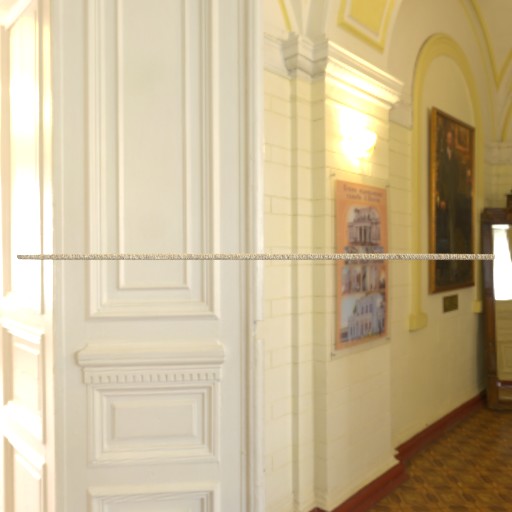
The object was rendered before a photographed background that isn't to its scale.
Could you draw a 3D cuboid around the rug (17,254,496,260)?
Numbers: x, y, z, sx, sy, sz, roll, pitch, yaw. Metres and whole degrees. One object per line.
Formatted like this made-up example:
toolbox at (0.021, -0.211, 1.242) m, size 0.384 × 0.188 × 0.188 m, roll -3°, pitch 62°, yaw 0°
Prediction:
rug at (0.000, 0.000, 2.898) m, size 2.349 × 0.026 × 1.500 m, roll 0°, pitch 0°, yaw -1°
